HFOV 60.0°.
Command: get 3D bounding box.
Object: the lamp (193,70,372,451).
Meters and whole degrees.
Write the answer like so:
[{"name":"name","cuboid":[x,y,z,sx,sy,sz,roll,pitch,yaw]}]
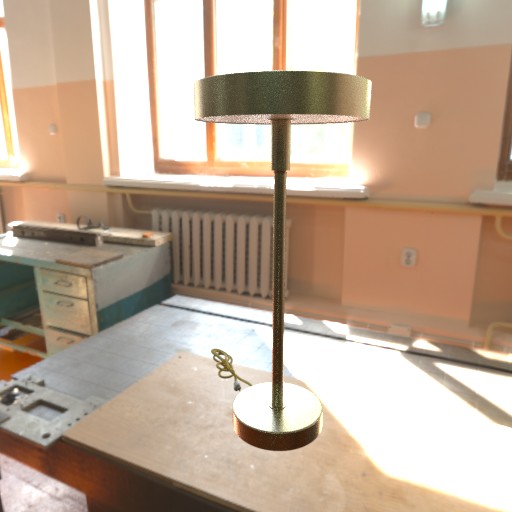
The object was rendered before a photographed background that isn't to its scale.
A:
[{"name":"lamp","cuboid":[0.000,0.000,0.698,0.229,0.508,0.369,-7,16,-27]}]
